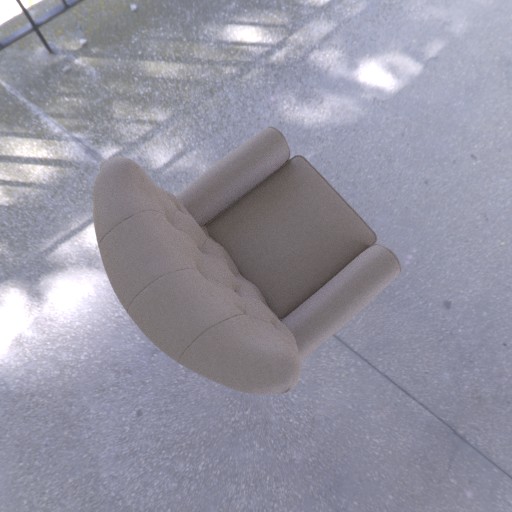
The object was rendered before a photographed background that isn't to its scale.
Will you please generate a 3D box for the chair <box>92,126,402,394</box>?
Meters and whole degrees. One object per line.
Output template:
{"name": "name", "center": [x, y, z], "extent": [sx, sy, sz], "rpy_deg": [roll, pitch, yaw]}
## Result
{"name": "chair", "center": [0.000, 0.000, 1.974], "extent": [1.041, 1.138, 0.999], "rpy_deg": [-38, 79, -9]}
